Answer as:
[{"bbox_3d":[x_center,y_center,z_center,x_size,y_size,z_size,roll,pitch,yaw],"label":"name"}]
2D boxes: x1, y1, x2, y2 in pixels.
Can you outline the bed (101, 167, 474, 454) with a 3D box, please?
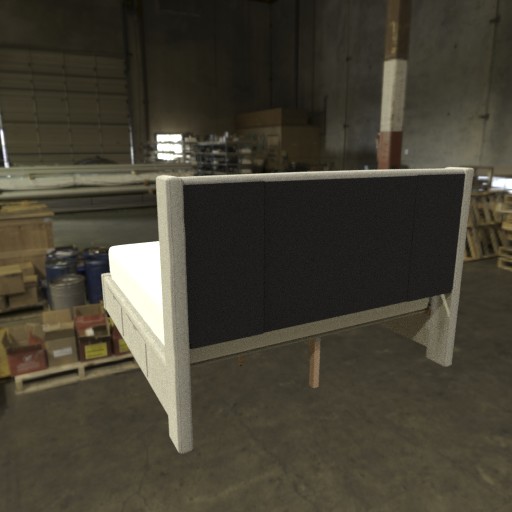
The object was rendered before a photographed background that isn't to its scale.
[{"bbox_3d":[0.000,0.000,3.651,2.140,1.470,2.280,-7,15,-27],"label":"bed"}]
